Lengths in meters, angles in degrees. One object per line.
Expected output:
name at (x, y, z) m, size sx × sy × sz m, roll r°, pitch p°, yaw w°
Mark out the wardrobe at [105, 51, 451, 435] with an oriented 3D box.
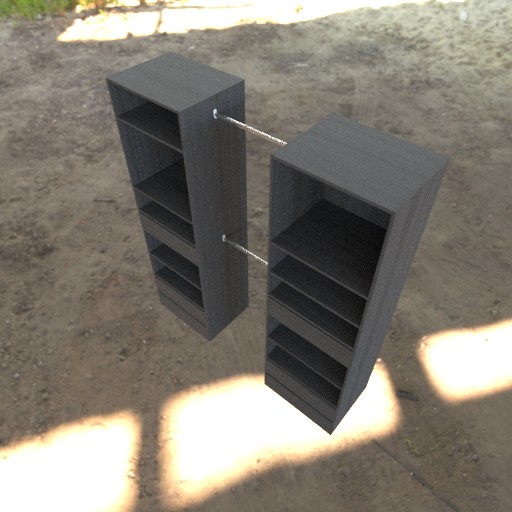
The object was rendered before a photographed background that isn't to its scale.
wardrobe at (0.000, 0.000, 2.875) m, size 1.770 × 2.000 × 0.480 m, roll 31°, pitch 53°, yaw 27°
